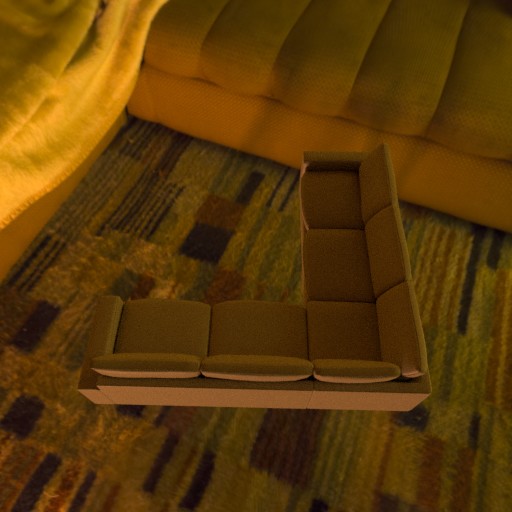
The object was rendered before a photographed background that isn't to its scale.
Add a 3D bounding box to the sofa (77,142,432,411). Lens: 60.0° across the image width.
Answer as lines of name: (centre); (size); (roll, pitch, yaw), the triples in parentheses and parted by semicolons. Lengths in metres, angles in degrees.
sofa: (0.000, 0.000, 4.197); (2.742, 0.800, 2.622); (1, 58, 1)
